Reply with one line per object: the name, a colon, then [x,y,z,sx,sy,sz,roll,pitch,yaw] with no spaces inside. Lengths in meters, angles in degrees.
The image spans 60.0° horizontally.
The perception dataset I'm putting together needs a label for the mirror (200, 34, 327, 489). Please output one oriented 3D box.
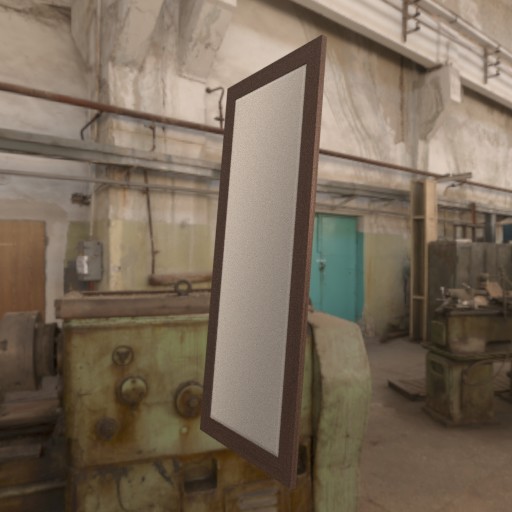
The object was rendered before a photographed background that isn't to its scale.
mirror: [0.000,0.000,2.306,0.221,2.020,0.812,0,0,-36]
